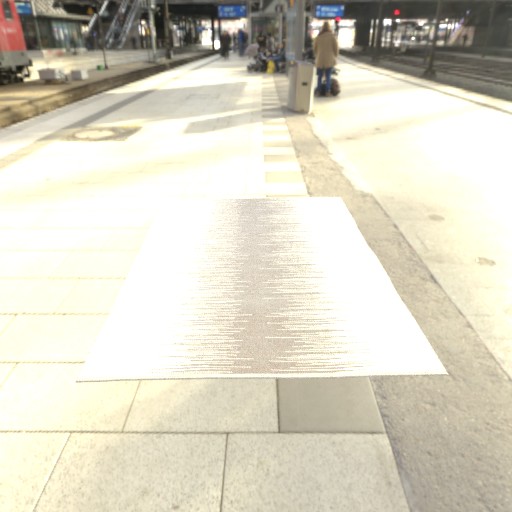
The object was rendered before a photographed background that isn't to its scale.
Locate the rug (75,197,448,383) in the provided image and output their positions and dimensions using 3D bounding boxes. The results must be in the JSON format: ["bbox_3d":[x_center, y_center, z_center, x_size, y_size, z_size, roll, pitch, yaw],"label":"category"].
[{"bbox_3d":[0.000,0.000,2.262,1.226,0.007,1.815,-1,26,-1],"label":"rug"}]
